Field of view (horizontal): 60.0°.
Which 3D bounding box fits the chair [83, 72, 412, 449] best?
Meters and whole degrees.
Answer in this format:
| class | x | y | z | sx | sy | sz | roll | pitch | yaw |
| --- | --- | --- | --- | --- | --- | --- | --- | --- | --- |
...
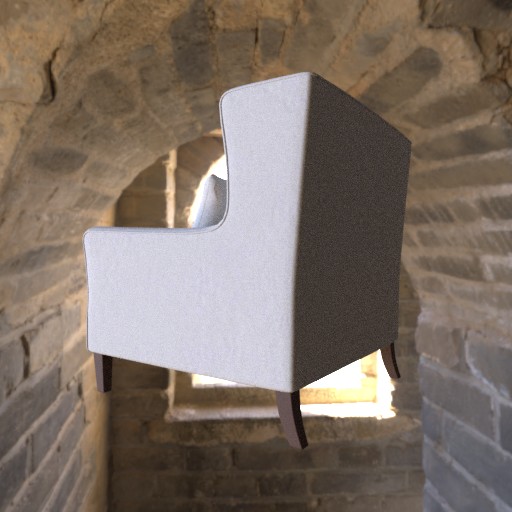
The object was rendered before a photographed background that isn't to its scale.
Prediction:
| class | x | y | z | sx | sy | sz | roll | pitch | yaw |
| --- | --- | --- | --- | --- | --- | --- | --- | --- | --- |
| chair | 0.000 | 0.000 | 1.832 | 1.040 | 1.056 | 0.982 | 0 | 0 | 35 |
